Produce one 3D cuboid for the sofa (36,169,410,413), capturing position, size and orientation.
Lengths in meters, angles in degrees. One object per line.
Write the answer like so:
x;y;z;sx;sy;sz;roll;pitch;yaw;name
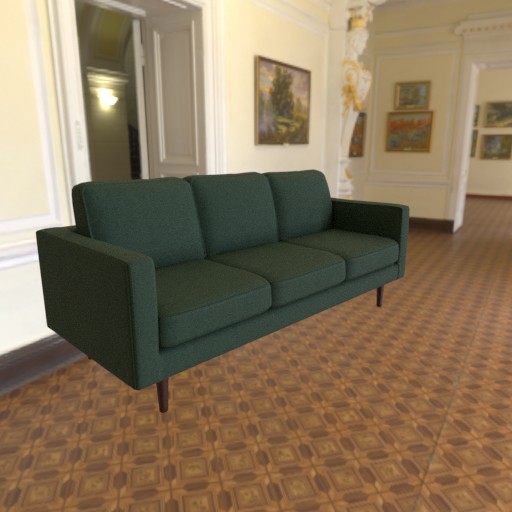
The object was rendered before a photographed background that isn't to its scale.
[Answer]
0.000;0.000;2.507;0.879;0.899;2.029;14;20;43;sofa
